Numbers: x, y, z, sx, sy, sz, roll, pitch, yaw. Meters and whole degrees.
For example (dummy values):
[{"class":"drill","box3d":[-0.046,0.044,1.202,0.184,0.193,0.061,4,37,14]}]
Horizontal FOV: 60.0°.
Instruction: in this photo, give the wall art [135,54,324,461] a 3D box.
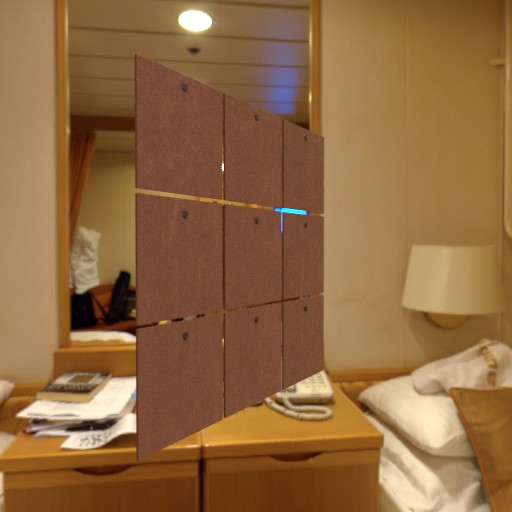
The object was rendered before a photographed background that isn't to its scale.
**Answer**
[{"class":"wall art","box3d":[0.000,0.000,2.277,0.023,1.522,1.526,1,1,36]}]
